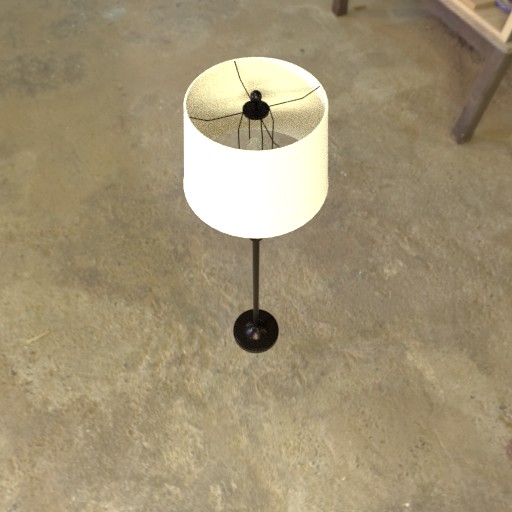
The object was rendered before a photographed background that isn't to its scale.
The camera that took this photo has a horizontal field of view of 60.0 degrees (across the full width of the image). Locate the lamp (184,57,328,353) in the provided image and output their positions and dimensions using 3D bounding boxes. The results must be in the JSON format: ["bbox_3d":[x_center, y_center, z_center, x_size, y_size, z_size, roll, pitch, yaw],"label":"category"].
[{"bbox_3d":[0.000,0.000,1.691,0.431,1.484,0.431,0,58,0],"label":"lamp"}]
